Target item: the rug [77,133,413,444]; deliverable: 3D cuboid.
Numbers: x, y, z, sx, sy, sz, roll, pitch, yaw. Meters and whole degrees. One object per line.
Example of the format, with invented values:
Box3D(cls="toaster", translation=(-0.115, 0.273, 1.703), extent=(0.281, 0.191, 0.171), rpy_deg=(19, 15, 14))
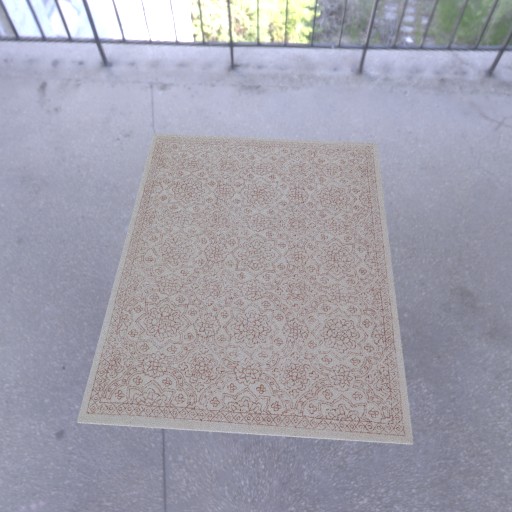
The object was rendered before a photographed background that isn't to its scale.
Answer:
Box3D(cls="rug", translation=(0.000, 0.000, 4.022), extent=(2.441, 0.015, 3.050), rpy_deg=(3, 57, 2))
